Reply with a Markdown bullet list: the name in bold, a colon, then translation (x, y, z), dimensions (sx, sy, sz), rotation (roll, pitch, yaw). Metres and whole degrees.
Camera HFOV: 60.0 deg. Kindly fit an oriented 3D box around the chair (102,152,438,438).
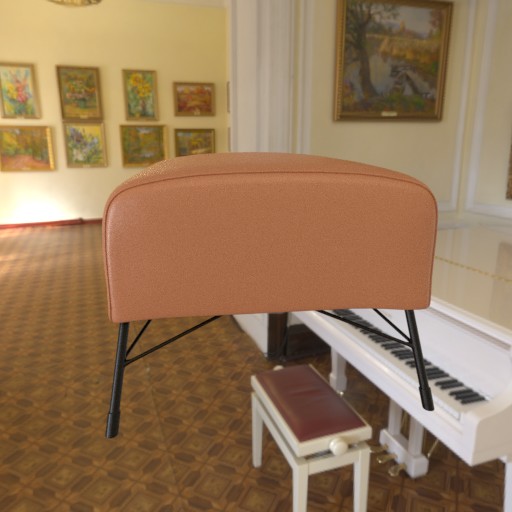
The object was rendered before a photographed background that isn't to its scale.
- **chair**: translation (0.000, 0.000, 0.900), dimensions (0.530, 0.410, 0.530), rotation (-2, 15, -7)
